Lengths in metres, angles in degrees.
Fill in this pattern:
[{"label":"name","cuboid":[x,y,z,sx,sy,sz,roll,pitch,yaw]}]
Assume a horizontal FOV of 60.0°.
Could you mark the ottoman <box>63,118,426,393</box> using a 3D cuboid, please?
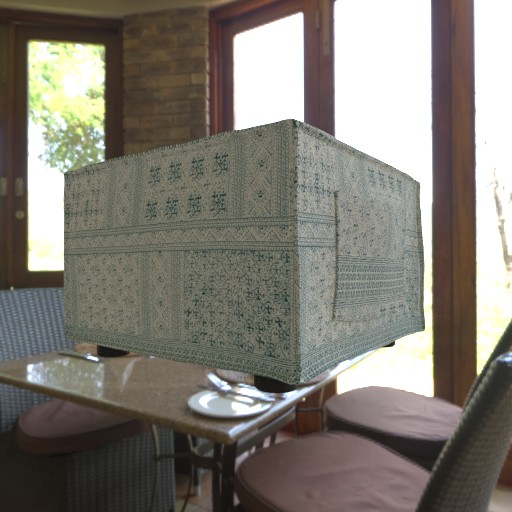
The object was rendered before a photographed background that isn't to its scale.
[{"label":"ottoman","cuboid":[0.000,0.000,1.042,0.626,0.439,0.617,0,-1,37]}]
